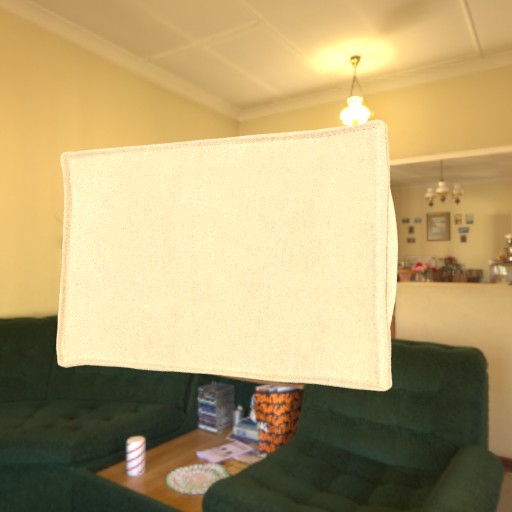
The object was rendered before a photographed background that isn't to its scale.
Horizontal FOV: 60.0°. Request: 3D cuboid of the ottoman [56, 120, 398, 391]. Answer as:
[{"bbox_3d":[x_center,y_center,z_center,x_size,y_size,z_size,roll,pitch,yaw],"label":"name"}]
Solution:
[{"bbox_3d":[0.000,0.000,1.142,0.696,0.470,0.707,0,-1,16],"label":"ottoman"}]
